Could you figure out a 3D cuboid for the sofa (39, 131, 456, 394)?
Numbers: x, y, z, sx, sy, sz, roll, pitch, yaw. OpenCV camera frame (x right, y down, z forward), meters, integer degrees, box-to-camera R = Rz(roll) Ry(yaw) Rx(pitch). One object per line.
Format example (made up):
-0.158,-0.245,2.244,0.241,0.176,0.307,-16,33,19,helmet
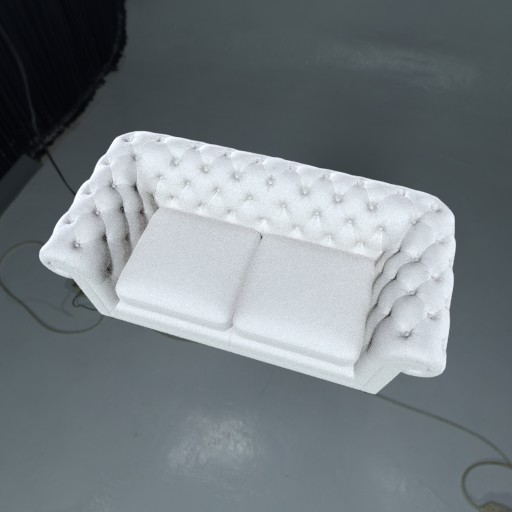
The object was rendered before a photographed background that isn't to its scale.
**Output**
0.000,0.000,2.510,1.998,0.764,0.986,14,59,9,sofa
